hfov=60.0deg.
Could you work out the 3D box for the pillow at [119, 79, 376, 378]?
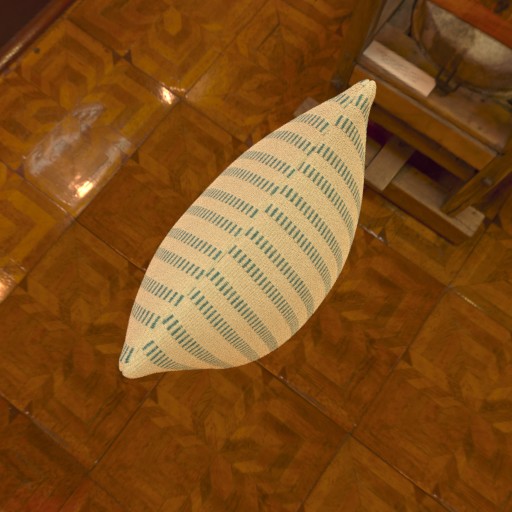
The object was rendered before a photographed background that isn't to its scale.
[{"bbox_3d":[0.000,0.000,0.683,0.247,0.419,0.438,39,80,8],"label":"pillow"}]
